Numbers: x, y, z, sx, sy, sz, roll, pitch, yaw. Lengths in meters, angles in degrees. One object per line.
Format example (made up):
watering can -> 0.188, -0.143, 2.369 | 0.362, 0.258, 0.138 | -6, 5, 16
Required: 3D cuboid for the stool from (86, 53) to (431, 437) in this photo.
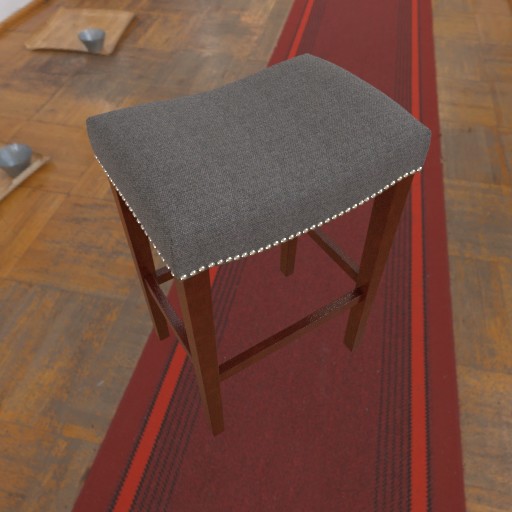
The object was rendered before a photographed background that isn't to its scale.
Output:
stool -> 0.000, 0.000, 1.026 | 0.504, 0.742, 0.372 | -25, 53, -21
